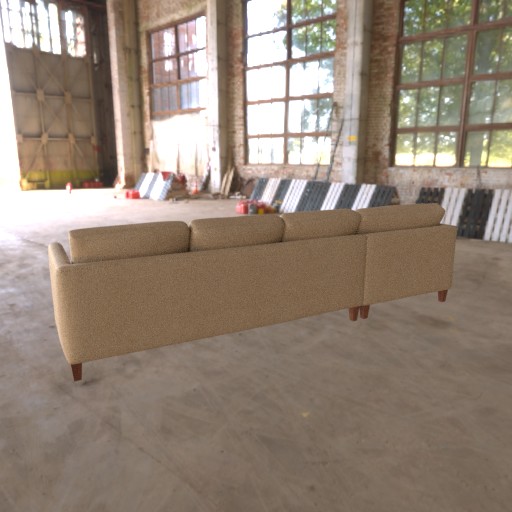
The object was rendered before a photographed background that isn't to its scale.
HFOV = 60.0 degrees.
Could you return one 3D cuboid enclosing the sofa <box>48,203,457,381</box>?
[{"bbox_3d":[0.000,0.000,3.777,3.201,0.876,1.502,-7,15,-27],"label":"sofa"}]
